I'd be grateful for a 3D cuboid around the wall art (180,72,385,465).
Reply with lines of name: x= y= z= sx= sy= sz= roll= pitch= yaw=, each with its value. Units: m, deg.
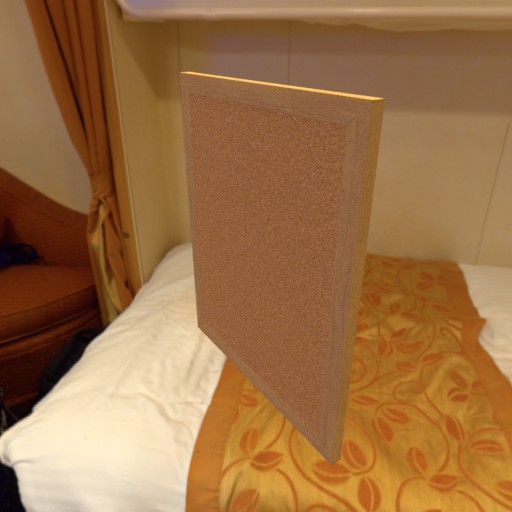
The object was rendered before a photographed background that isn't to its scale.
wall art: x=0.000 y=0.000 z=0.764 sx=0.020 sy=0.561 sz=0.460 roll=-17 pitch=31 yaw=-30
